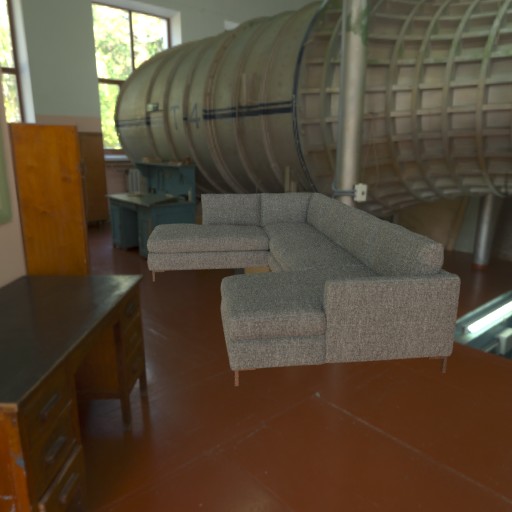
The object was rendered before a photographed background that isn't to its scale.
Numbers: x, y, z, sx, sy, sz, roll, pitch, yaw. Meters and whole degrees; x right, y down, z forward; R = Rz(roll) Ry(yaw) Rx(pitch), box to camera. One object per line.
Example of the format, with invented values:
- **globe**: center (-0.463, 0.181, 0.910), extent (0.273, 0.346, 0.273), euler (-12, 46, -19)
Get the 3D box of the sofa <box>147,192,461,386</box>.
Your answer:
- **sofa**: center (0.000, 0.000, 3.574), extent (1.879, 0.756, 2.737), euler (-2, 14, -7)
